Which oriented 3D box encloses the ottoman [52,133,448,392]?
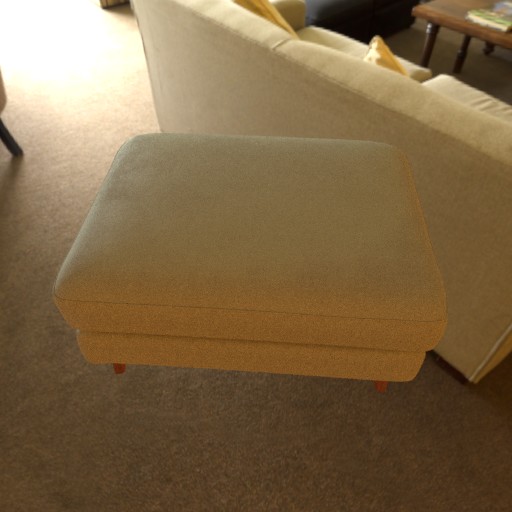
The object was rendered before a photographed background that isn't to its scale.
[{"bbox_3d":[0.000,0.000,1.165,0.811,0.449,0.608,3,48,3],"label":"ottoman"}]
